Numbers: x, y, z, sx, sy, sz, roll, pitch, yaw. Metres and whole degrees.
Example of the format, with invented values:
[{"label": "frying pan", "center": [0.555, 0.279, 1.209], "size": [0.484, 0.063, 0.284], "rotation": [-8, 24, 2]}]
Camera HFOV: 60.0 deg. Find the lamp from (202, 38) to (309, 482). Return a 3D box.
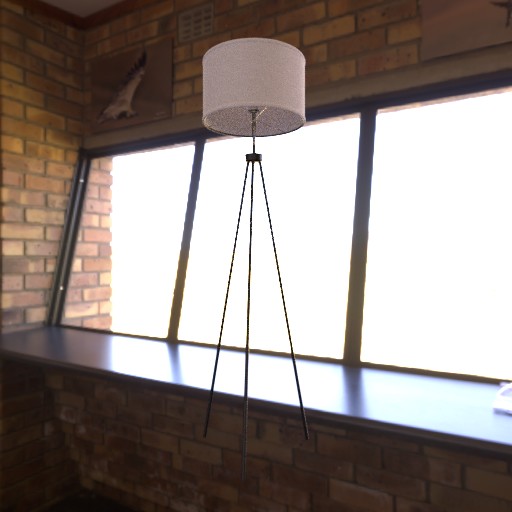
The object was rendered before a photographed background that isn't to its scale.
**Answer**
[{"label": "lamp", "center": [0.000, 0.000, 1.743], "size": [0.448, 1.545, 0.458], "rotation": [0, 0, -1]}]
